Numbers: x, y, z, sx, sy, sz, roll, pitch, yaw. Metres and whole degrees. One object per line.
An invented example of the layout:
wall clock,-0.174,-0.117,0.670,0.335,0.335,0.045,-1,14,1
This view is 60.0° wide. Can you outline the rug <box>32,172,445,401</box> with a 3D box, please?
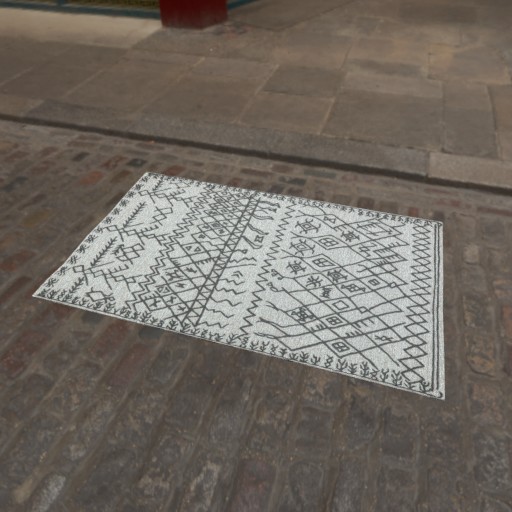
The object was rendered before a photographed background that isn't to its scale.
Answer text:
rug,0.000,0.000,4.742,3.824,0.019,2.393,12,43,13
